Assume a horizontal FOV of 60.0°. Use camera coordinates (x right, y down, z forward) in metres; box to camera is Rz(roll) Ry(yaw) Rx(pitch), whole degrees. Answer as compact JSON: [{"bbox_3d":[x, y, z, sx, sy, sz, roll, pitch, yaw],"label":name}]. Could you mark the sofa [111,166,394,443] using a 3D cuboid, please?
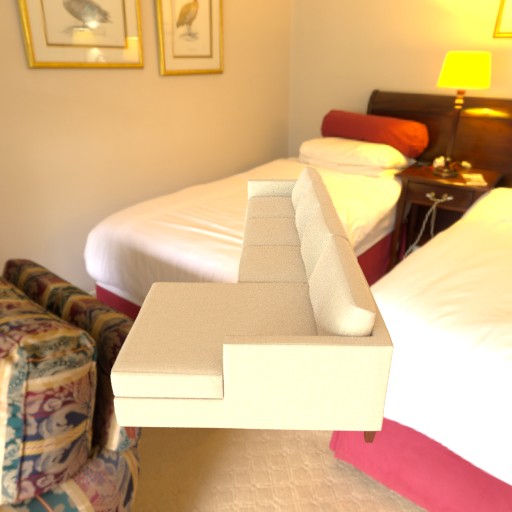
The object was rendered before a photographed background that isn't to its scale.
[{"bbox_3d":[0.000,0.000,4.058,1.599,0.954,3.471,1,25,1],"label":"sofa"}]
